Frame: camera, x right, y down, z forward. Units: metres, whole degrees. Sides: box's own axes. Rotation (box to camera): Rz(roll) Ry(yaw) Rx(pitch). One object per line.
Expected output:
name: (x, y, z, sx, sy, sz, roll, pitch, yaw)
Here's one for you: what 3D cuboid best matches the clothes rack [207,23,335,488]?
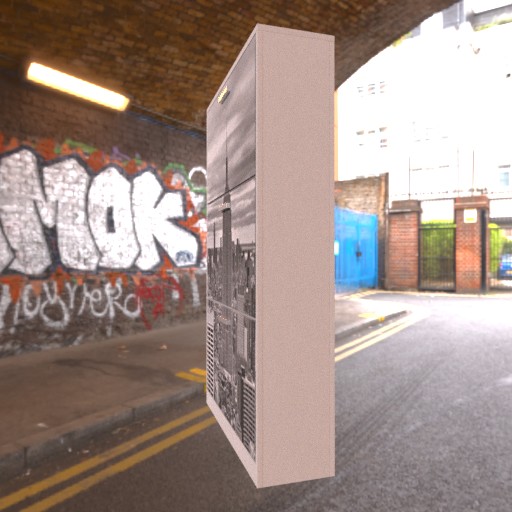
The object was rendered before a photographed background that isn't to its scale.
clothes rack: (0.000, 0.000, 1.611, 0.250, 1.280, 0.750, 0, 0, -17)
